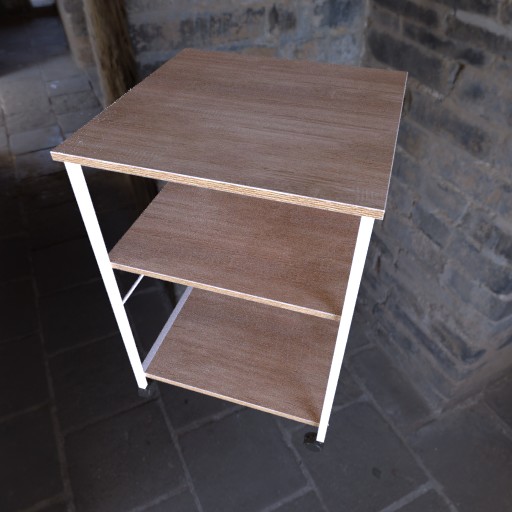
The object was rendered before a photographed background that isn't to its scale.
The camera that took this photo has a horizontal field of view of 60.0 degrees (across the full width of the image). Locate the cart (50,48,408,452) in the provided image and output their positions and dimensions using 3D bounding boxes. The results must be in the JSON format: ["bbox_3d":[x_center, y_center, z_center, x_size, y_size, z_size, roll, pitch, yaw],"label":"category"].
[{"bbox_3d":[0.000,0.000,1.085,0.521,0.762,0.520,12,44,13],"label":"cart"}]
